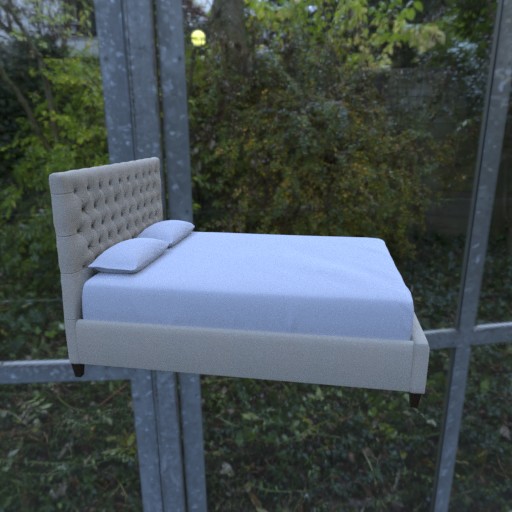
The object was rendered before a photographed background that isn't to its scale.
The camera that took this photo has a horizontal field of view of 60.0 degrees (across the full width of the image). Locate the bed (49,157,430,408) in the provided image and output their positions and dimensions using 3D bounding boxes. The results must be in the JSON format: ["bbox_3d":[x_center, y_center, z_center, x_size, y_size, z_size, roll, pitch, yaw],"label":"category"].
[{"bbox_3d":[0.000,0.000,3.540,2.387,1.427,1.698,3,16,9],"label":"bed"}]
